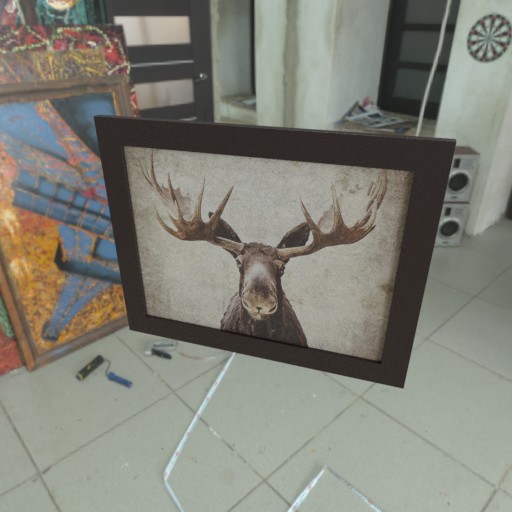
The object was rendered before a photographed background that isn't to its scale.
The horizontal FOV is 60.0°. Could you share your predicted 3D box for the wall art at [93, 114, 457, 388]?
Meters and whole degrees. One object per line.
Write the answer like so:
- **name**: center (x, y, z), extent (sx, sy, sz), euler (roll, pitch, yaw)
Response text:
- **wall art**: center (0.000, 0.000, 1.660), extent (1.207, 0.952, 0.034), euler (9, 30, 15)
